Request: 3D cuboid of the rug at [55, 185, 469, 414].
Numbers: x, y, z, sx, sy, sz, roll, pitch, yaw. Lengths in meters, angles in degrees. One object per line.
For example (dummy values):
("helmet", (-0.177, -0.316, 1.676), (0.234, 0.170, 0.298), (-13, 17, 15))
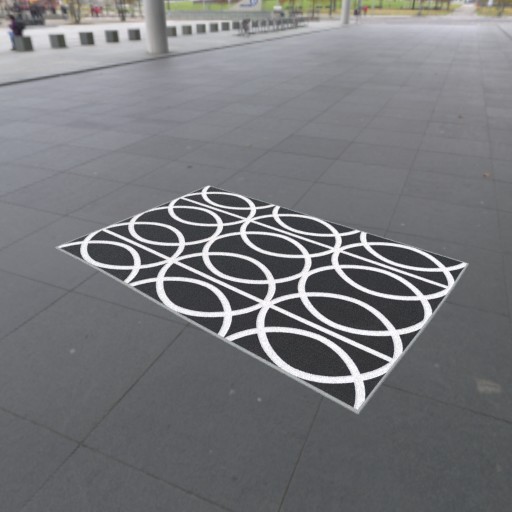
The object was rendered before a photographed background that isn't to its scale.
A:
("rug", (0.000, 0.000, 2.918), (2.290, 0.014, 1.526), (21, 36, 33))
